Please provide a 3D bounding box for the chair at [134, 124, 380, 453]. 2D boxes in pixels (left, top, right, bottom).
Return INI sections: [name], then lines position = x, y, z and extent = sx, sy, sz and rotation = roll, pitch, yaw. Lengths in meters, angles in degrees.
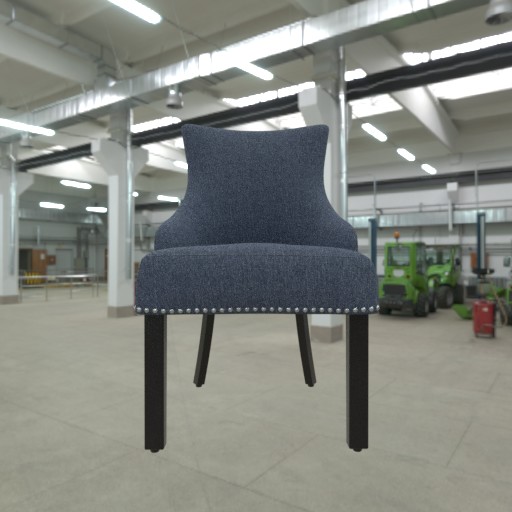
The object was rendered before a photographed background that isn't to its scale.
[chair]
position = 0.000, 0.000, 1.290
extent = 0.566, 0.909, 0.629
rotation = 0, 0, -1
